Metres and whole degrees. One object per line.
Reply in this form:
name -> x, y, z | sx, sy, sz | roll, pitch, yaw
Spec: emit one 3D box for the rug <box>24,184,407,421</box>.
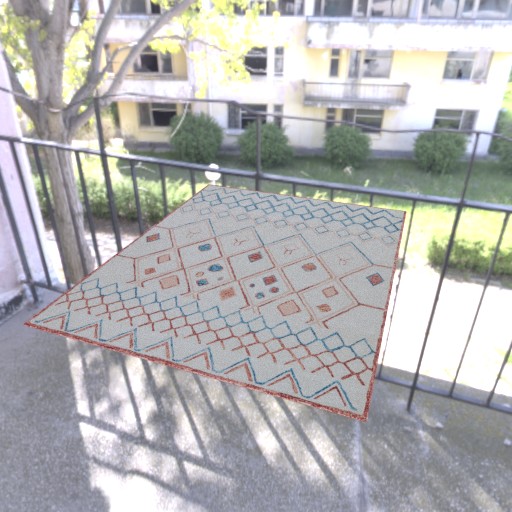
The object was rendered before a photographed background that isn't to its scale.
rug -> 0.000, 0.000, 4.058 | 2.441, 0.016, 3.050 | 10, 31, 18
